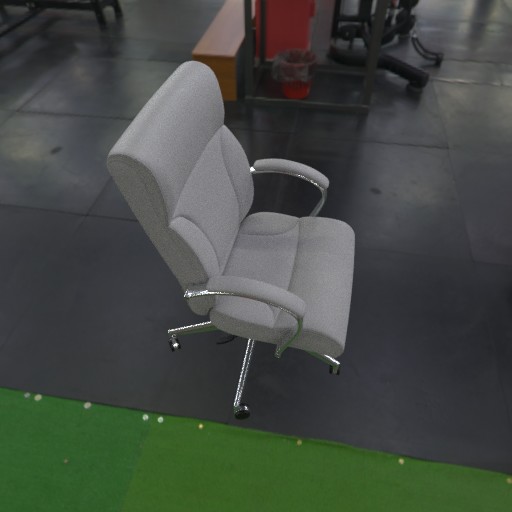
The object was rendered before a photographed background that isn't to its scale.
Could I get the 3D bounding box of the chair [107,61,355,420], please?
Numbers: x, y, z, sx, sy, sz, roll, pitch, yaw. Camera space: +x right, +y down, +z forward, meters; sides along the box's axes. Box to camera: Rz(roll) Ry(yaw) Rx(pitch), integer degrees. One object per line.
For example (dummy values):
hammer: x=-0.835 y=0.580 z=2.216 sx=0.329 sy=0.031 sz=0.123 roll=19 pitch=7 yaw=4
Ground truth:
chair: x=0.000 y=0.000 z=1.569 sx=0.745 sy=1.099 sz=0.727 roll=9 pitch=47 yaw=9
